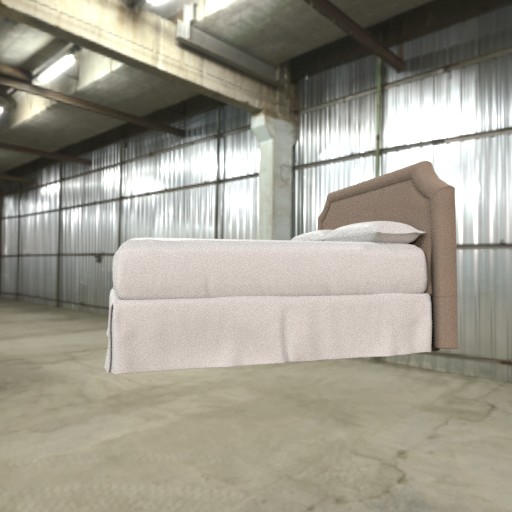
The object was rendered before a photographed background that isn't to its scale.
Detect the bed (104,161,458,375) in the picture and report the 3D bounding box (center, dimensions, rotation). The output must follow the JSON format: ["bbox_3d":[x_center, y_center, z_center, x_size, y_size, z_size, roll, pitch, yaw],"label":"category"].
[{"bbox_3d":[0.000,0.000,3.385,2.164,1.303,1.828,0,-2,-18],"label":"bed"}]
